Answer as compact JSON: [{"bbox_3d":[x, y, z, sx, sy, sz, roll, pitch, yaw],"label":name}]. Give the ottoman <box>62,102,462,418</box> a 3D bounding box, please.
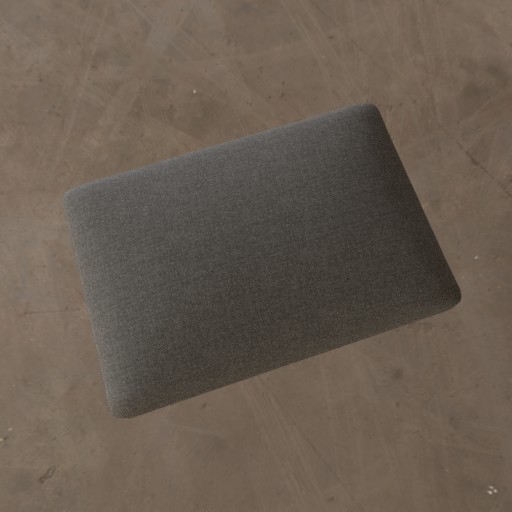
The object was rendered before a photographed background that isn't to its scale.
[{"bbox_3d":[0.000,0.000,1.432,1.041,0.483,0.711,-18,76,-5],"label":"ottoman"}]
